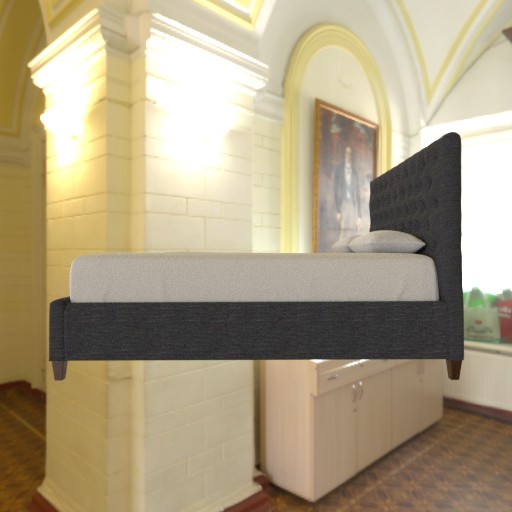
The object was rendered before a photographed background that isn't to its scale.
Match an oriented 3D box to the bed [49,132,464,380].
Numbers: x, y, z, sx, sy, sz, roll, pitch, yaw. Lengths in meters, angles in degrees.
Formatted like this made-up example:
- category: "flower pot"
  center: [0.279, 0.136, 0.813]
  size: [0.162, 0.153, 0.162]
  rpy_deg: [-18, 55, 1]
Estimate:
- category: "bed"
  center: [0.000, 0.000, 3.361]
  size: [2.387, 1.427, 1.698]
  rpy_deg: [0, 0, 0]
